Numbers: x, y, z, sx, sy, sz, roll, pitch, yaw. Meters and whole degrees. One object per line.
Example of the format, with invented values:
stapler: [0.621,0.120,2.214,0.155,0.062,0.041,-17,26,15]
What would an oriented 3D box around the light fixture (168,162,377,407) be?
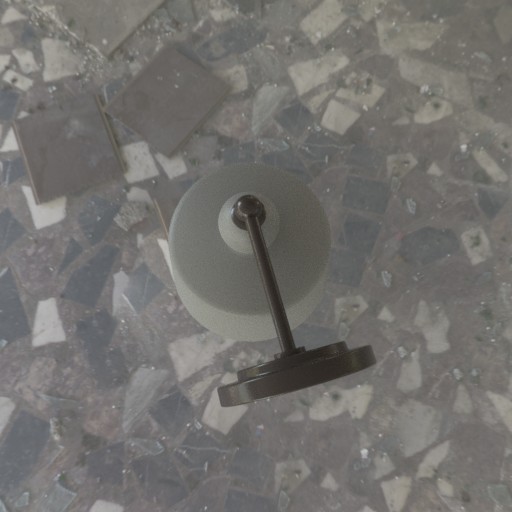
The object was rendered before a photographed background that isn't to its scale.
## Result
light fixture: [0.000,0.000,0.448,0.204,0.268,0.254,-15,76,-4]
